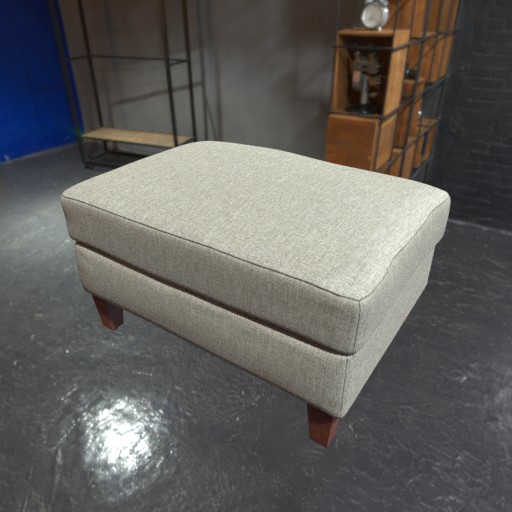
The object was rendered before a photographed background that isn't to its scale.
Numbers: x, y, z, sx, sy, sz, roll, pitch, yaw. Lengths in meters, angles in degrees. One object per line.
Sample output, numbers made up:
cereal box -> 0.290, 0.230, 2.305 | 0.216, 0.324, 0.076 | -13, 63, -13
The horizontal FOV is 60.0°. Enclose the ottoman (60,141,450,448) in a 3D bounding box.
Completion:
ottoman -> 0.000, 0.000, 1.266 | 0.873, 0.494, 0.639 | 19, 35, 29
